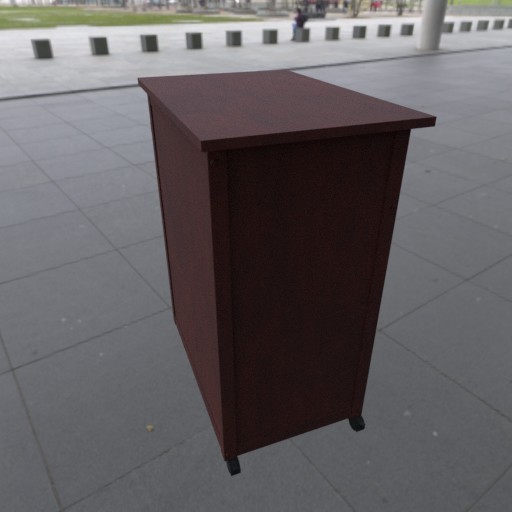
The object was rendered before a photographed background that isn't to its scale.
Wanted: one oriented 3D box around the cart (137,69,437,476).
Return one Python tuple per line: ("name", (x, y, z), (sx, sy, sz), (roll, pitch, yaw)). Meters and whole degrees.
("cart", (0.000, 0.000, 1.230), (0.442, 0.864, 0.683), (-11, 32, -18))
